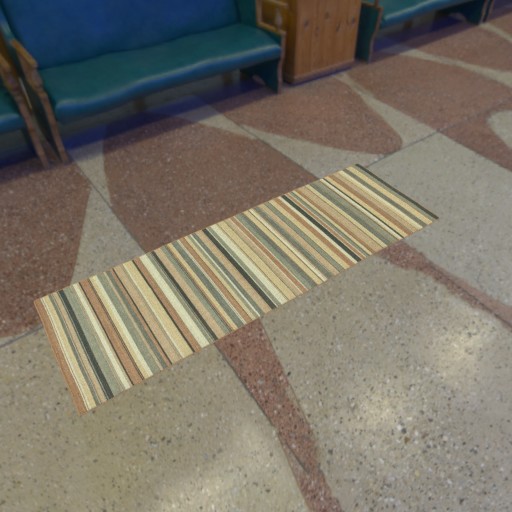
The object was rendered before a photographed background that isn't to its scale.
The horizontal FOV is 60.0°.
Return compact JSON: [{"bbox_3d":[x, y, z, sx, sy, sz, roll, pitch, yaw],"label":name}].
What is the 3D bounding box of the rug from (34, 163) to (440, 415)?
[{"bbox_3d":[0.000,0.000,2.702,2.444,0.010,0.799,-26,50,-23],"label":"rug"}]
